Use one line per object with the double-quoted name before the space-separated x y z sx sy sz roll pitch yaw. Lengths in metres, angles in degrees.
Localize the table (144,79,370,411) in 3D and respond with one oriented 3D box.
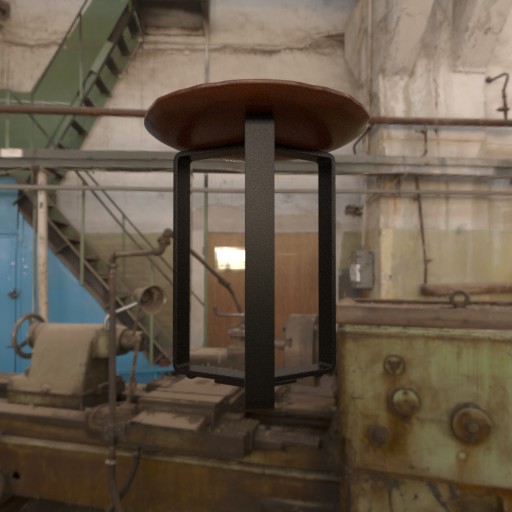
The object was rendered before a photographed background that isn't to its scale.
"table" 0.000 0.000 0.772 0.380 0.450 0.410 0 -1 -2
